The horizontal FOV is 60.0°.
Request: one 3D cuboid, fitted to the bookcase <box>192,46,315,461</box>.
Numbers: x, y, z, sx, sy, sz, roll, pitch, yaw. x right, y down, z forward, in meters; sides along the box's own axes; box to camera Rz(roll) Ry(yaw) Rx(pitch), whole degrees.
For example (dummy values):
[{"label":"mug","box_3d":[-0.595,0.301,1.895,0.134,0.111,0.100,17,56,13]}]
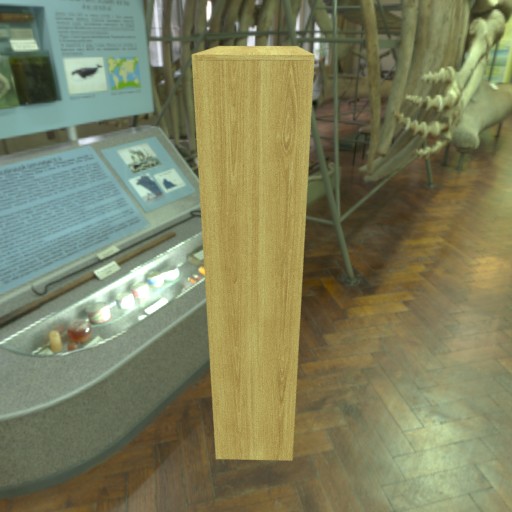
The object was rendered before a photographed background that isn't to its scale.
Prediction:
[{"label":"bookcase","box_3d":[0.000,0.000,2.390,0.420,2.020,0.950,1,27,1]}]
